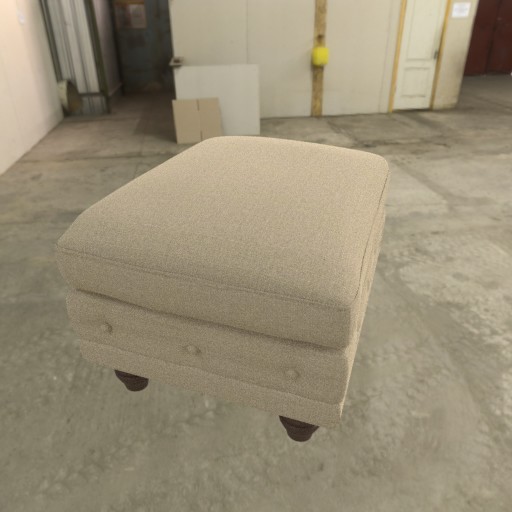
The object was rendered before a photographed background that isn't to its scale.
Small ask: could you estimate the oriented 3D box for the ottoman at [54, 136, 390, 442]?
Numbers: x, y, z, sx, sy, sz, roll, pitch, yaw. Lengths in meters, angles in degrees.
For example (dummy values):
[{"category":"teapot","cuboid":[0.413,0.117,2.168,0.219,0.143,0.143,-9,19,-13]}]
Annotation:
[{"category":"ottoman","cuboid":[0.000,0.000,1.035,0.541,0.463,0.684,10,31,18]}]
